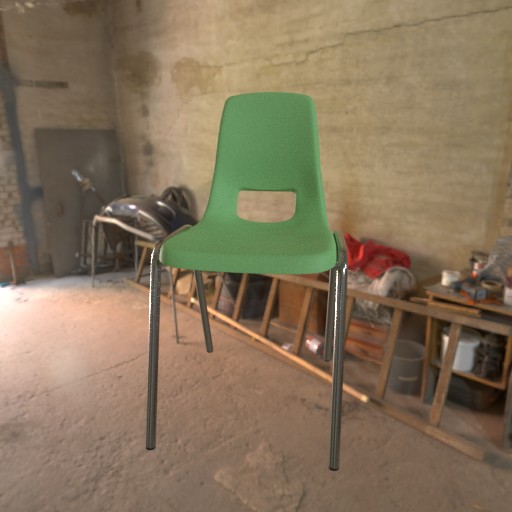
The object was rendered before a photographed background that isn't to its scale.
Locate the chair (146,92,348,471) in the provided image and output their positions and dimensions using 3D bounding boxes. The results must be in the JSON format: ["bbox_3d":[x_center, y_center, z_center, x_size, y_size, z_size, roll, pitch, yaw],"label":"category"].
[{"bbox_3d":[0.000,0.000,0.963,0.381,0.704,0.436,2,16,9],"label":"chair"}]
